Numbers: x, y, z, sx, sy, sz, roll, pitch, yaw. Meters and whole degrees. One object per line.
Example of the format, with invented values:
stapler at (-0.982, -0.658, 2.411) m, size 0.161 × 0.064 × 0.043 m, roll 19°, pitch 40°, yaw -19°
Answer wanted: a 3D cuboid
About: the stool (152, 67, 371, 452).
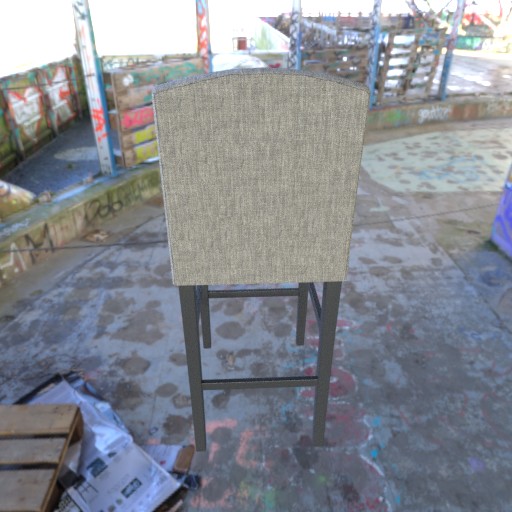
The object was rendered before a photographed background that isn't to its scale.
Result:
stool at (0.000, 0.000, 1.374) m, size 0.451 × 1.138 × 0.552 m, roll -1°, pitch 30°, yaw -2°
